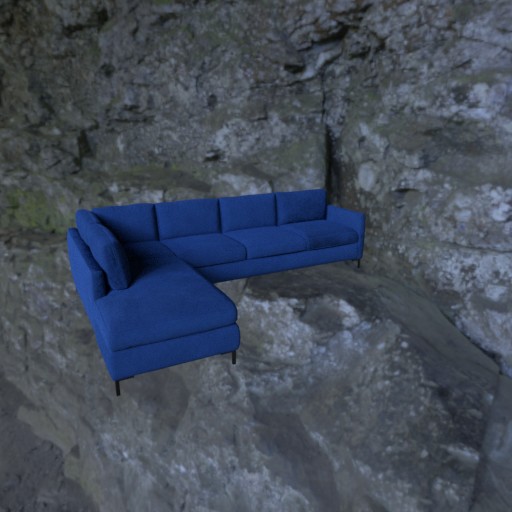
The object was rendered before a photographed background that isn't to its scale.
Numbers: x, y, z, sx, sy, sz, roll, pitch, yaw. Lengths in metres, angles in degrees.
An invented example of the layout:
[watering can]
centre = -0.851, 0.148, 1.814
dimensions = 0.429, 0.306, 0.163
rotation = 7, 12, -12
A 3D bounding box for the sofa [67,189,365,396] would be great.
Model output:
[sofa]
centre = 0.000, 0.000, 3.948
dimensions = 2.949, 0.815, 2.007
rotation = -9, 19, -27
